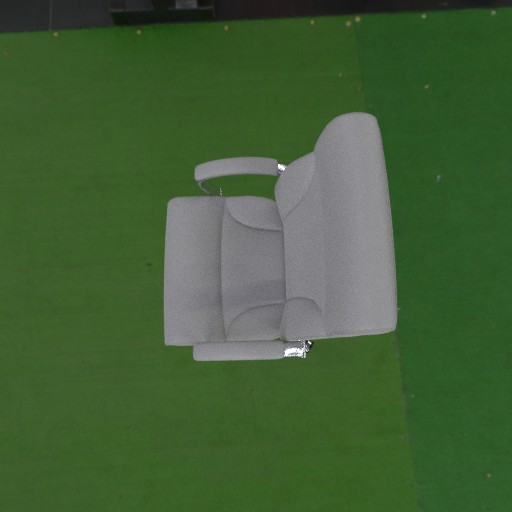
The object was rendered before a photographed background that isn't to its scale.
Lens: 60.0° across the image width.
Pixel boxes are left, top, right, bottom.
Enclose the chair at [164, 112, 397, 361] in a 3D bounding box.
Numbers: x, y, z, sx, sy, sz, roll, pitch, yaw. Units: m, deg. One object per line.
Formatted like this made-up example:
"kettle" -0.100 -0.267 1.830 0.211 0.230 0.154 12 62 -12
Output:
"chair" 0.000 0.000 1.601 0.745 1.099 0.727 -1 77 0
